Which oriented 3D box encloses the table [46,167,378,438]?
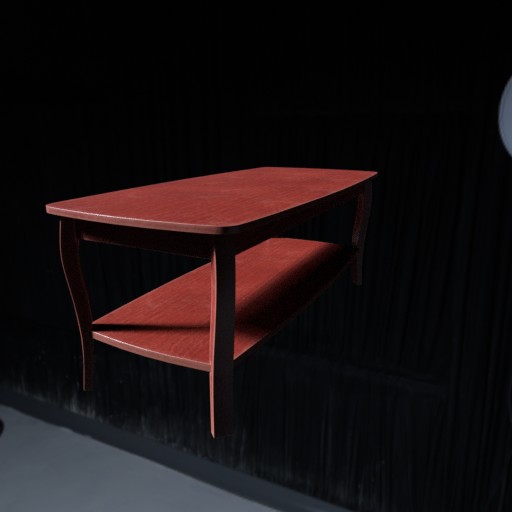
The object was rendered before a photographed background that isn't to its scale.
[{"bbox_3d":[0.000,0.000,1.467,0.561,0.473,1.216,8,18,26],"label":"table"}]
